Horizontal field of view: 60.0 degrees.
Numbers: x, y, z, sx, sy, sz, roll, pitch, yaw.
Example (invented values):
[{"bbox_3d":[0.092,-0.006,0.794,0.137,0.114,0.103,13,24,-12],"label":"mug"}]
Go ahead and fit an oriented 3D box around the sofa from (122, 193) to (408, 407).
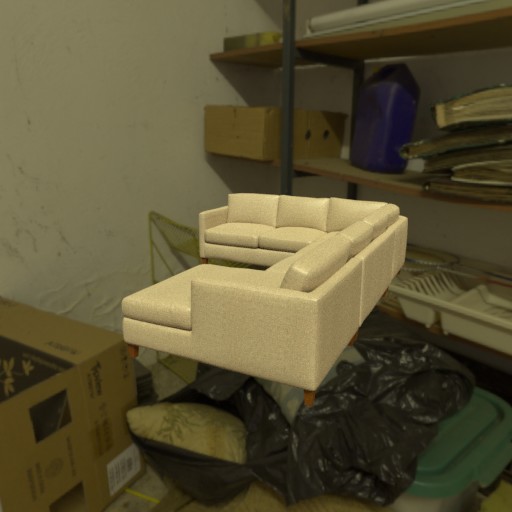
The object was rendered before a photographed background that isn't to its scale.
[{"bbox_3d":[0.000,0.000,4.714,2.594,0.961,3.460,7,16,26],"label":"sofa"}]
